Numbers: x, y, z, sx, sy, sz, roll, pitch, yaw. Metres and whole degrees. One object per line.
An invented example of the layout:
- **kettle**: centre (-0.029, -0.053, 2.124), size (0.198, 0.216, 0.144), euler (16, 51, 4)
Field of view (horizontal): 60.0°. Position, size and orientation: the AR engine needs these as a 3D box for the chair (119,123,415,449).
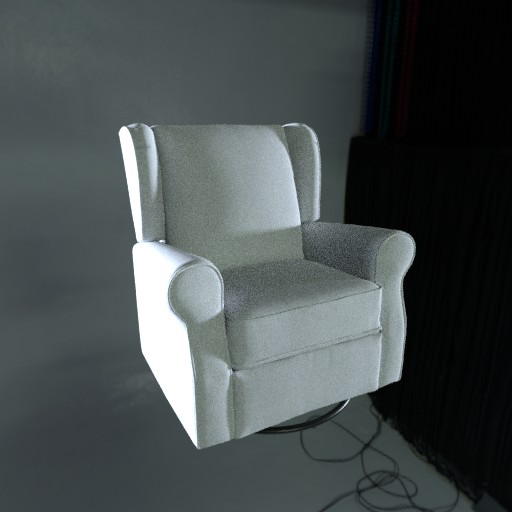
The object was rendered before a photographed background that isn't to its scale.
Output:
- **chair**: centre (0.000, 0.000, 1.687), size (0.906, 0.967, 0.854), euler (-9, 19, -26)
